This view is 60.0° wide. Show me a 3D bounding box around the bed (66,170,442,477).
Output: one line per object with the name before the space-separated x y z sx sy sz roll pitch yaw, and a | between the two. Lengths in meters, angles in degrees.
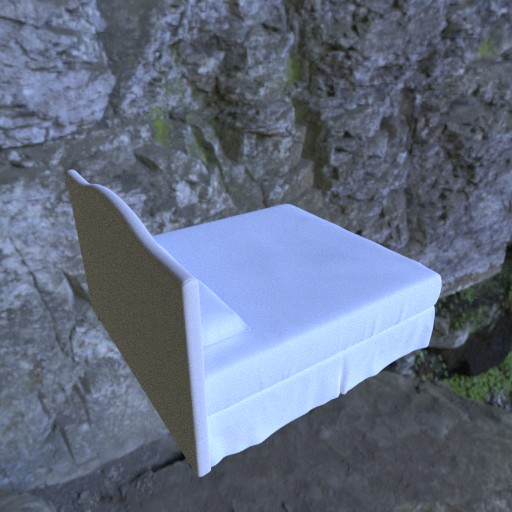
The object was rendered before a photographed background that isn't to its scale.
bed | 0.000 0.000 3.471 2.182 1.421 2.083 -17 31 -30
